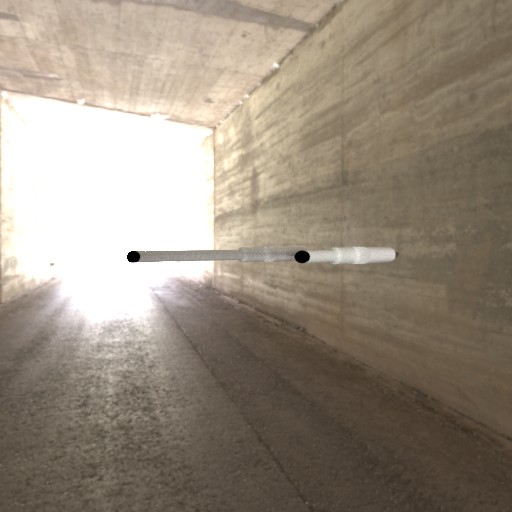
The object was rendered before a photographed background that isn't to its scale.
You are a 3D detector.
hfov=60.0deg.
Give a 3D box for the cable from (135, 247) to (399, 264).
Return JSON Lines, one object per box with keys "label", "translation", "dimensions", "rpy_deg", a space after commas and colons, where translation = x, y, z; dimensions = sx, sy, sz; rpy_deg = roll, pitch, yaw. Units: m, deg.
{"label": "cable", "translation": [0.000, 0.000, 0.111], "dimensions": [0.041, 0.005, 0.098], "rpy_deg": [1, 1, 37]}
